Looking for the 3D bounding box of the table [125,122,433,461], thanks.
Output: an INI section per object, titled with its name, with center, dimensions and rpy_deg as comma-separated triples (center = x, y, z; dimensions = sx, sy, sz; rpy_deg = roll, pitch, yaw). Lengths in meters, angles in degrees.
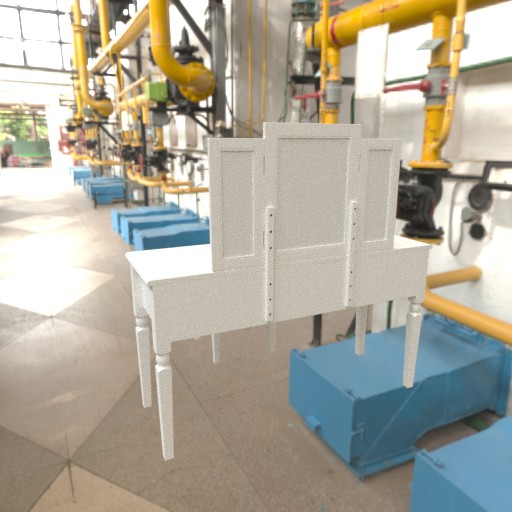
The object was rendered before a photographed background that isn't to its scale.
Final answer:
[table]
center = 0.000, 0.000, 2.353
dimensions = 1.369, 1.310, 1.115
rpy_deg = -7, 16, -24
